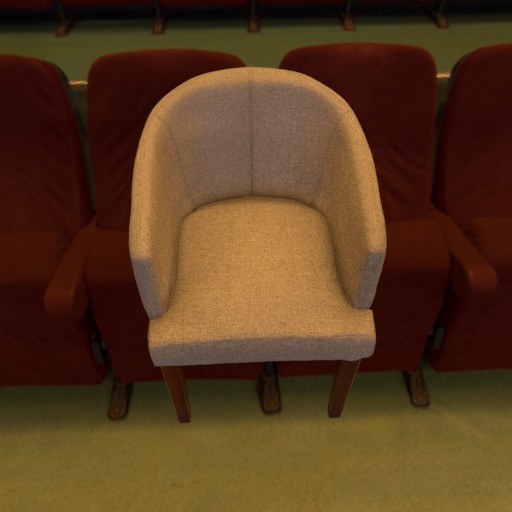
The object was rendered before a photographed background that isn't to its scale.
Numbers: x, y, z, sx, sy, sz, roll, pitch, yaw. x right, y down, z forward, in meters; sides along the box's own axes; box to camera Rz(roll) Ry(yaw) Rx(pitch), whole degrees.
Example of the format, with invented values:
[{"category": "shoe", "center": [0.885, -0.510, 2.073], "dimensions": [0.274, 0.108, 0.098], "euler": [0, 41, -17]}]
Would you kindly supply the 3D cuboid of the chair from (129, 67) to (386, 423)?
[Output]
[{"category": "chair", "center": [0.000, 0.000, 1.252], "dimensions": [0.583, 0.811, 0.655], "euler": [-2, 46, -2]}]
